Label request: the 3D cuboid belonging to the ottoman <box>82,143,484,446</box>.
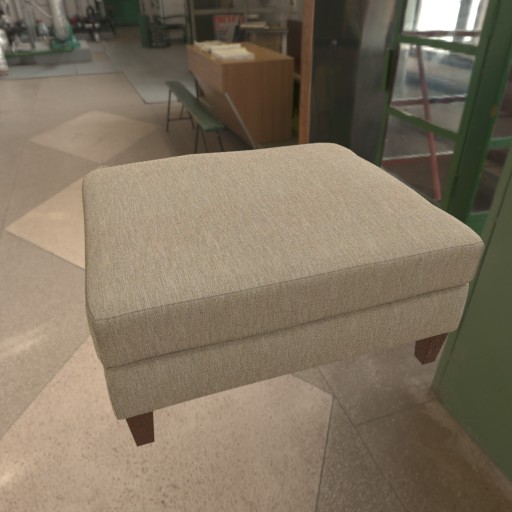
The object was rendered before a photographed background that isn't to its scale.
[{"bbox_3d":[0.000,0.000,1.410,0.976,0.492,0.836,-10,34,-16],"label":"ottoman"}]
